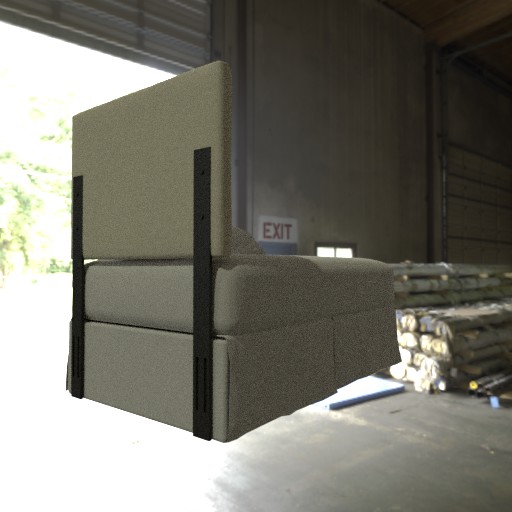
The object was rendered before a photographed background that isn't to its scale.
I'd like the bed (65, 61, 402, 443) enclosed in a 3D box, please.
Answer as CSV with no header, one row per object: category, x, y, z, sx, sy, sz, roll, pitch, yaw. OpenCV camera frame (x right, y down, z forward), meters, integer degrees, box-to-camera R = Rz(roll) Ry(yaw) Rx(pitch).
bed,0.000,0.000,2.918,1.261,1.571,1.997,-1,-2,37
